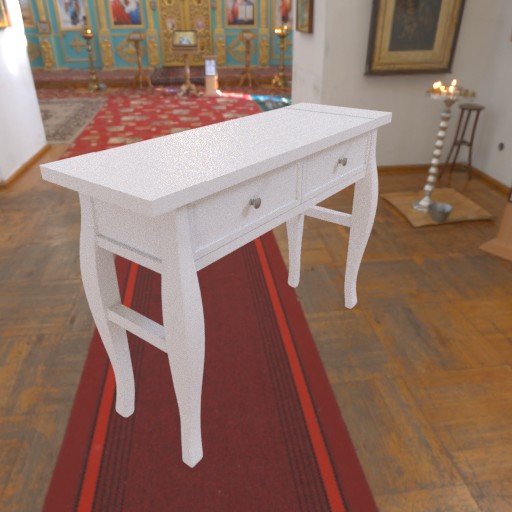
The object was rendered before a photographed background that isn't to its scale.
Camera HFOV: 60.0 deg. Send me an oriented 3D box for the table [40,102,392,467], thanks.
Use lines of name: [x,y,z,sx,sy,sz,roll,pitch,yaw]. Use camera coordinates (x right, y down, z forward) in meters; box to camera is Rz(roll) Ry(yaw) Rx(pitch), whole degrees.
table: [0.000,0.000,1.403,0.373,0.768,1.062,19,33,32]
